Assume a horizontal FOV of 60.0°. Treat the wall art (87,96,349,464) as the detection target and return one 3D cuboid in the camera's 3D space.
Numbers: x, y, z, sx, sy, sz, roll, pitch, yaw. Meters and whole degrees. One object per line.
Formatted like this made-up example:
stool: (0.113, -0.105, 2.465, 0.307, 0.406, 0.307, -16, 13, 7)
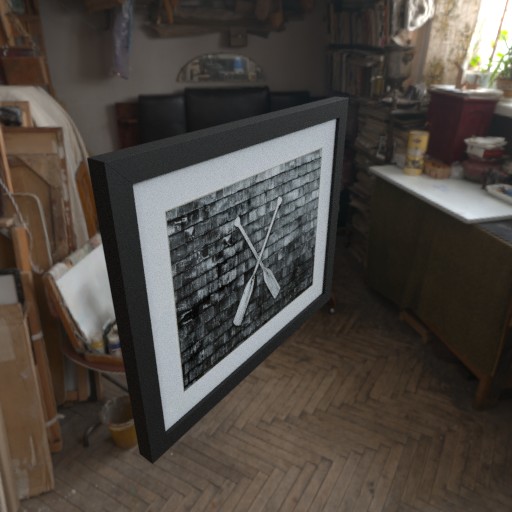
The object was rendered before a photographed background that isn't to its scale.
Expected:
wall art: (0.000, 0.000, 0.761, 0.029, 0.457, 0.558, 19, 33, 32)
